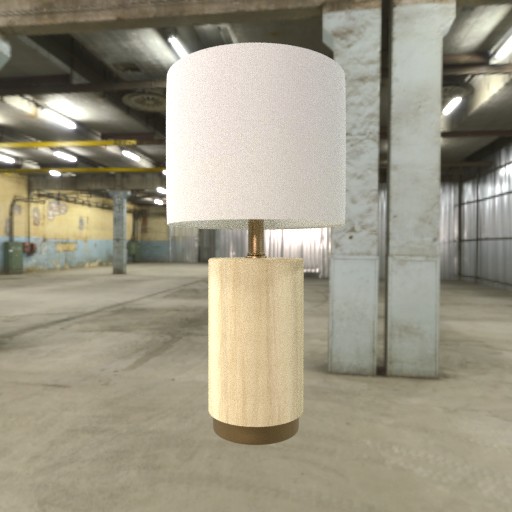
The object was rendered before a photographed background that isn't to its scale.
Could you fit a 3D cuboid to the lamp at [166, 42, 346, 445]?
[{"bbox_3d":[0.000,0.000,0.574,0.228,0.444,0.228,0,1,37],"label":"lamp"}]
